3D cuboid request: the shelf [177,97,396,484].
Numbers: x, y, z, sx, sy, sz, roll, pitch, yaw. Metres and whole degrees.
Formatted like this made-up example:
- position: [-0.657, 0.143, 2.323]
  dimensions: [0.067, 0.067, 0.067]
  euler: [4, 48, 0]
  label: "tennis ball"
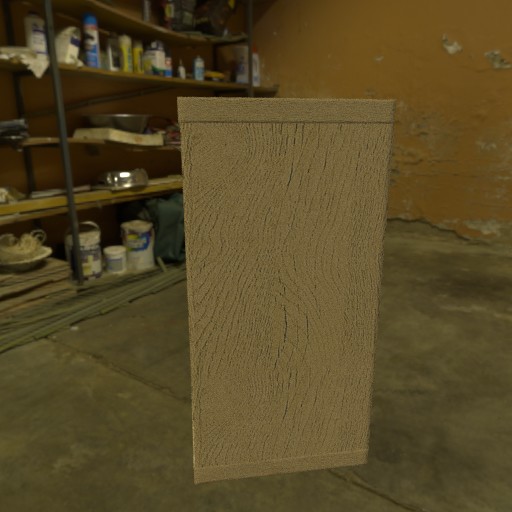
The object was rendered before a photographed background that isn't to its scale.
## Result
- position: [0.000, 0.000, 1.252]
  dimensions: [0.390, 0.786, 0.790]
  euler: [-2, 16, -9]
  label: "shelf"
